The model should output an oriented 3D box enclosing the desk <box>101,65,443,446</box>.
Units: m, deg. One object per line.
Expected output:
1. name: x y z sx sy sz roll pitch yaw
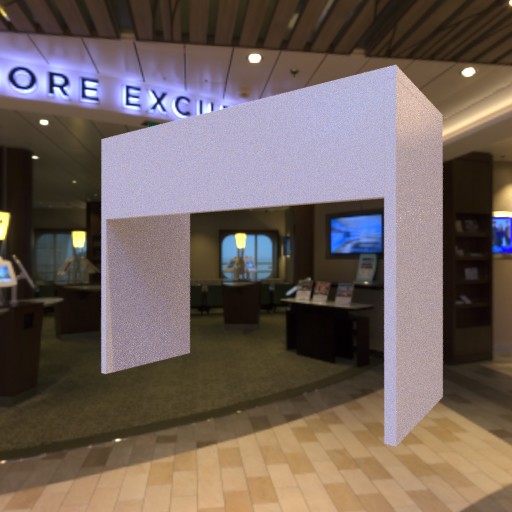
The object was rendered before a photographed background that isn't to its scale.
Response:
1. desk: 0.000 0.000 1.371 1.000 0.790 0.400 0 0 36
